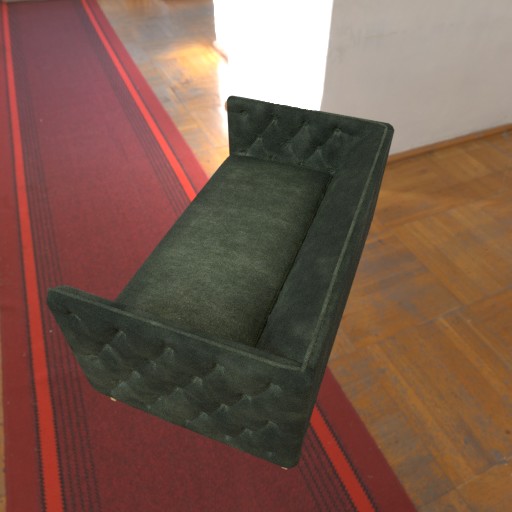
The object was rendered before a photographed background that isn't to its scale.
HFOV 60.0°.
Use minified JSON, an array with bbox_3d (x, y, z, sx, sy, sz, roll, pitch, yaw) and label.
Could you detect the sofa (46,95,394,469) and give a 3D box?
[{"bbox_3d":[0.000,0.000,2.039,0.895,0.768,1.537,15,47,15],"label":"sofa"}]
